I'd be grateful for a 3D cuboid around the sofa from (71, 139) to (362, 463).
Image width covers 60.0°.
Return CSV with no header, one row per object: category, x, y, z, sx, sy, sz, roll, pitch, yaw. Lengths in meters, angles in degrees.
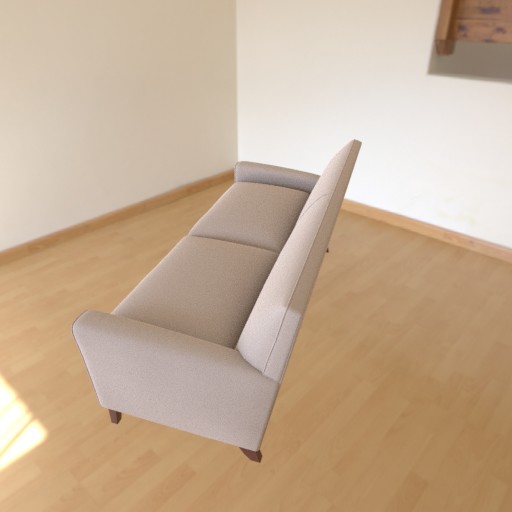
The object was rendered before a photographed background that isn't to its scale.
sofa,0.000,0.000,2.442,0.875,0.846,2.000,9,32,15
